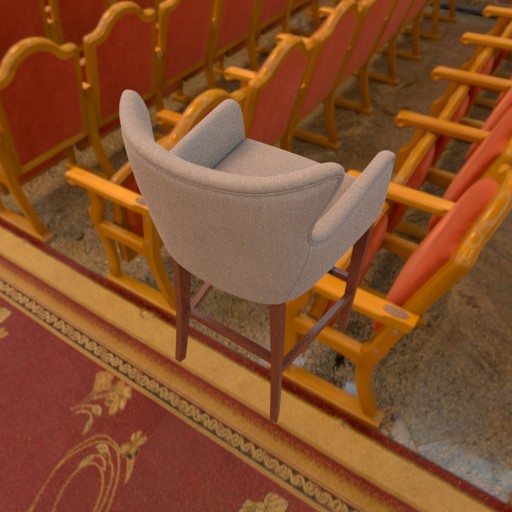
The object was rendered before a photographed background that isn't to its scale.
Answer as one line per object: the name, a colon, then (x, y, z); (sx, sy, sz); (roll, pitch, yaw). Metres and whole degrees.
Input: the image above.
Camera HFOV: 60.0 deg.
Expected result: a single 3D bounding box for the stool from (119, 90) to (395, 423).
stool: (0.000, 0.000, 1.382); (0.575, 1.047, 0.575); (26, 52, 22)
